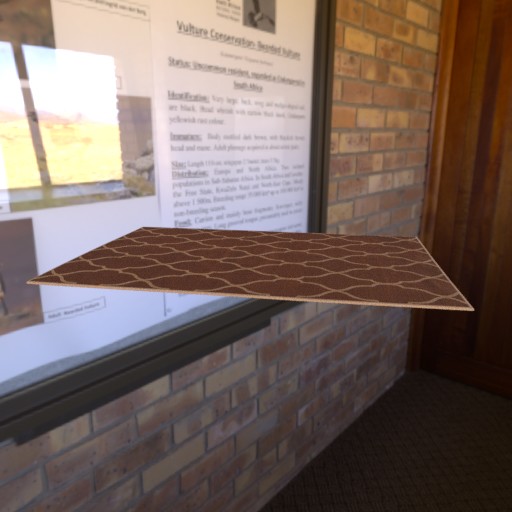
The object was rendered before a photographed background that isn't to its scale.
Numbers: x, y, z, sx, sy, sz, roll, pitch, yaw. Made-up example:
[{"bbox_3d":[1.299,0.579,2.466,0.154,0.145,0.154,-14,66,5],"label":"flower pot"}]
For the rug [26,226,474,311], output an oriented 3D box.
[{"bbox_3d":[0.000,0.000,2.934,2.290,0.014,1.526,3,16,9],"label":"rug"}]
